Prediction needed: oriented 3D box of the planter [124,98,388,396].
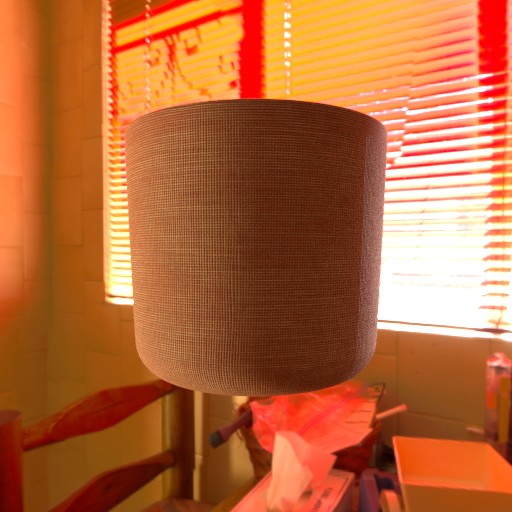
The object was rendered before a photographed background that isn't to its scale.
[{"bbox_3d":[0.000,0.000,0.774,0.440,0.398,0.440,0,0,0],"label":"planter"}]
